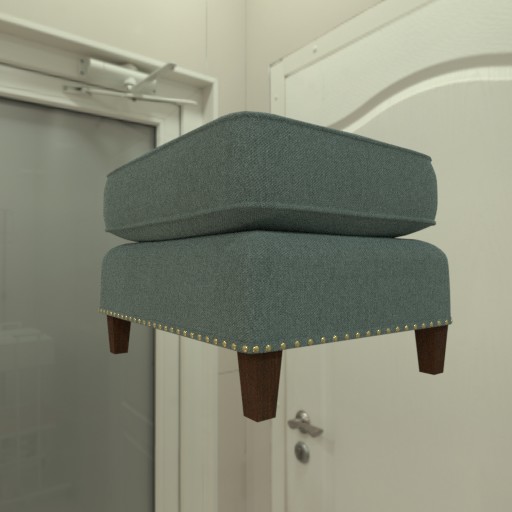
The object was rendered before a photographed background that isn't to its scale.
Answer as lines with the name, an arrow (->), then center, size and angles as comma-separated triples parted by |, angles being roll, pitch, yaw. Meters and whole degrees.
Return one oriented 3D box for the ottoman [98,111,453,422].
ottoman -> 0.000, 0.000, 1.127 | 0.589, 0.537, 0.738 | 1, -1, -37
